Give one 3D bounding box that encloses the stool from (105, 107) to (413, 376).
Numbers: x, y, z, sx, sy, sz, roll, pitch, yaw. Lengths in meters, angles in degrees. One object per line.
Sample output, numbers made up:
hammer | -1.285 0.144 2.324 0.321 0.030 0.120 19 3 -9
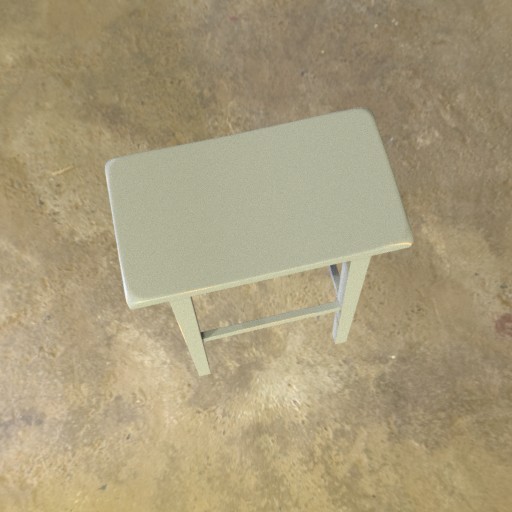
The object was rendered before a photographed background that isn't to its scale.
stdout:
stool | 0.000 0.000 1.044 0.457 0.737 0.476 -13 77 -3
